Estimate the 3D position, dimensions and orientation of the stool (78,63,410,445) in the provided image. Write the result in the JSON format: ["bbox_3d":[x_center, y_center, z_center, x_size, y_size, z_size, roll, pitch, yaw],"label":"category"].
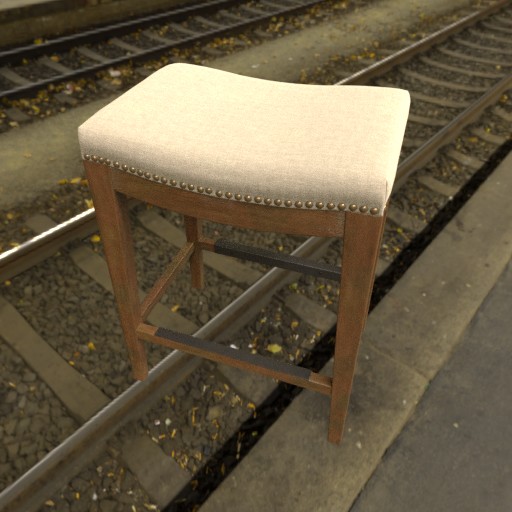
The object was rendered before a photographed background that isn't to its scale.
[{"bbox_3d":[0.000,0.000,0.934,0.508,0.660,0.356,13,43,14],"label":"stool"}]
